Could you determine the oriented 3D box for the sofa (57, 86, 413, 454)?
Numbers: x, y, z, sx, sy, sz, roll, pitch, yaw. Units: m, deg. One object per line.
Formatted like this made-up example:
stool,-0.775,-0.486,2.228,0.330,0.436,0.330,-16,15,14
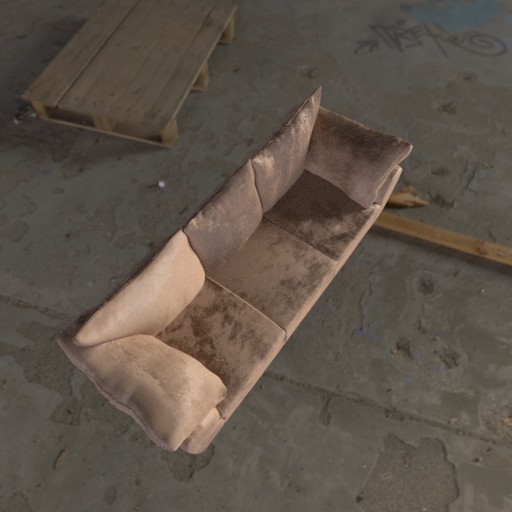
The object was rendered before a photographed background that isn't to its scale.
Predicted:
sofa,0.000,0.000,2.805,0.893,0.981,2.377,32,63,18
